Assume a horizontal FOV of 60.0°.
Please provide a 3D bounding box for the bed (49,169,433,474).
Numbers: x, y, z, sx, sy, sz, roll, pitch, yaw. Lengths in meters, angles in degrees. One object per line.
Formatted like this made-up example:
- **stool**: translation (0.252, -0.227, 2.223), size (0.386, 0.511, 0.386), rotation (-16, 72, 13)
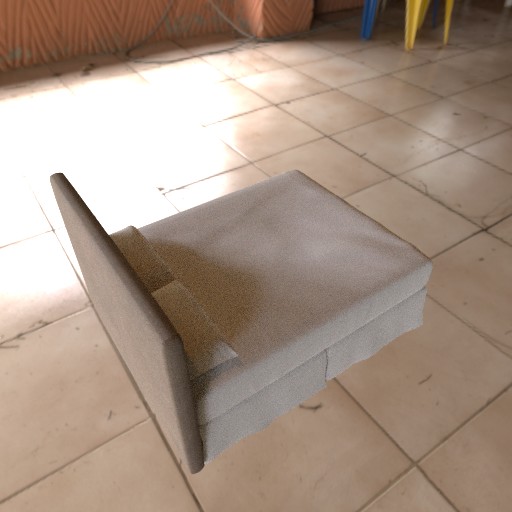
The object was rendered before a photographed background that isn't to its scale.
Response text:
- **bed**: translation (0.000, 0.000, 3.192), size (2.142, 1.330, 1.723), rotation (-25, 47, -25)
